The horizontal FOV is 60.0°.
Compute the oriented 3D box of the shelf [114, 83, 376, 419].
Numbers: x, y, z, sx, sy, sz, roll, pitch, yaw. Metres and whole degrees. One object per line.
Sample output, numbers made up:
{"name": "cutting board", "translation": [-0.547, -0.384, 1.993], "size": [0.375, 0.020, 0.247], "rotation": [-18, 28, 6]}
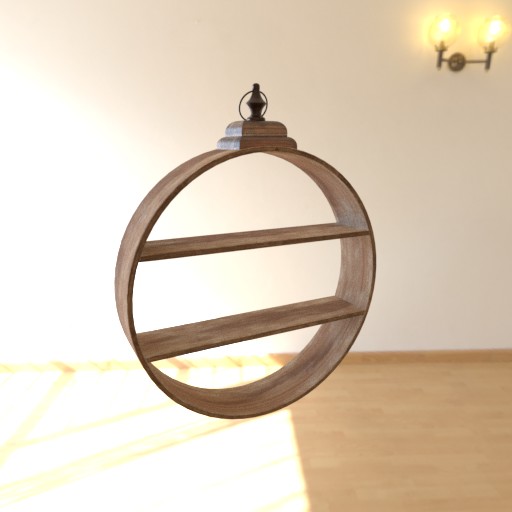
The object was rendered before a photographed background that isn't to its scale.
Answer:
{"name": "shelf", "translation": [0.000, 0.000, 0.990], "size": [0.601, 0.725, 0.125], "rotation": [-7, 16, -27]}
